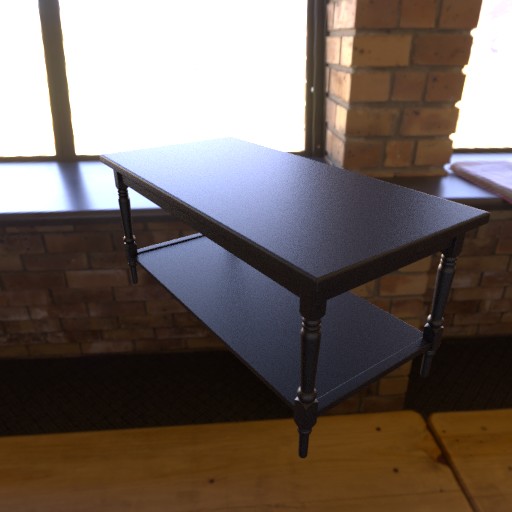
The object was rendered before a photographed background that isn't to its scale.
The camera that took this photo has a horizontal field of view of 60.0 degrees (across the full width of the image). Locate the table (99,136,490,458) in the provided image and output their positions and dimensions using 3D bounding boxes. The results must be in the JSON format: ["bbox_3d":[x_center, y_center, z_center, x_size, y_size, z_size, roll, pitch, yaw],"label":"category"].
[{"bbox_3d":[0.000,0.000,1.401,0.550,0.510,1.107,-18,31,-32],"label":"table"}]
